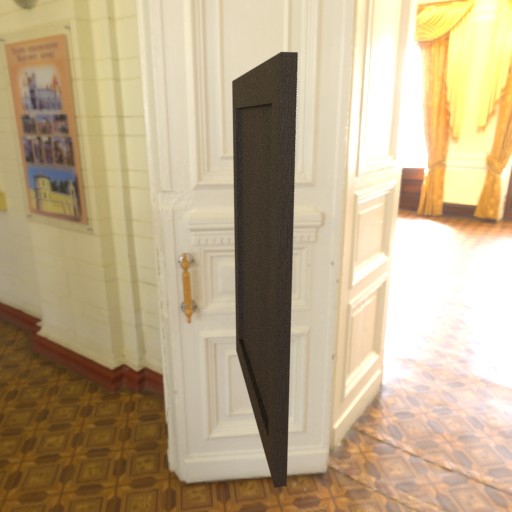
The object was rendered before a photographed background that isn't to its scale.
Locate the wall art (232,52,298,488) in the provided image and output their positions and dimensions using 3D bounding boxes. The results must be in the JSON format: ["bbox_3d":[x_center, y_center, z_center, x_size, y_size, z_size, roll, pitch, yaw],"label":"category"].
[{"bbox_3d":[0.000,0.000,0.663,0.017,0.513,0.359,-3,18,-10],"label":"wall art"}]
